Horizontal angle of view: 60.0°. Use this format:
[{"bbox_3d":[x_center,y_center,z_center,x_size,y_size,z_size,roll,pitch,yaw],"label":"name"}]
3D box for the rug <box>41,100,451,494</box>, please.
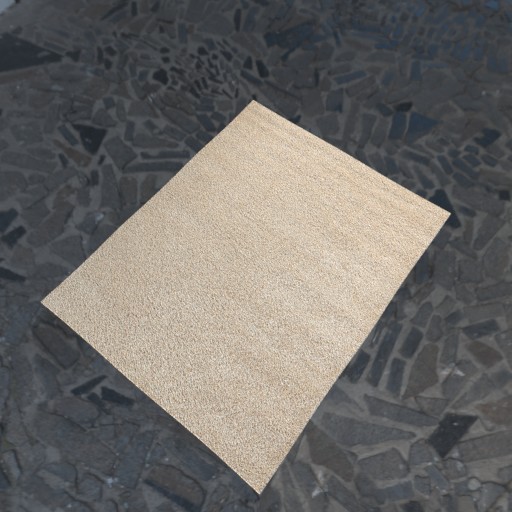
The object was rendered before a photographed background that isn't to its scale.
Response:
[{"bbox_3d":[0.000,0.000,4.051,2.400,0.026,3.000,35,69,16],"label":"rug"}]
